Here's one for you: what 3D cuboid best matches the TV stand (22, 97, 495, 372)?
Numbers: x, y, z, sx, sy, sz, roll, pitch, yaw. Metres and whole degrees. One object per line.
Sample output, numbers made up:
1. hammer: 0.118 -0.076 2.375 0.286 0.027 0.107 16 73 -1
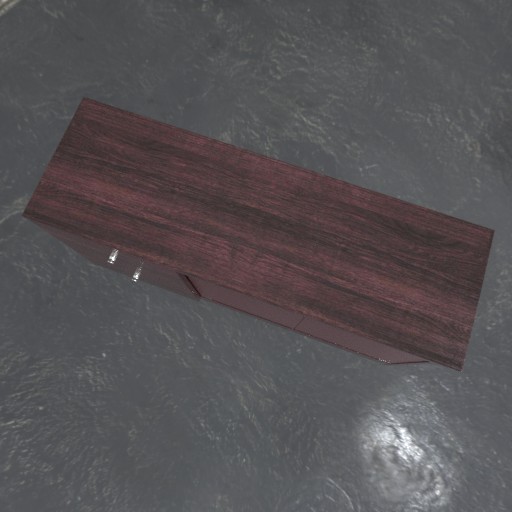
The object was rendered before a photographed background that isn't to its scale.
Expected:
1. TV stand: 0.000 0.000 1.465 1.192 0.614 0.404 19 76 5
